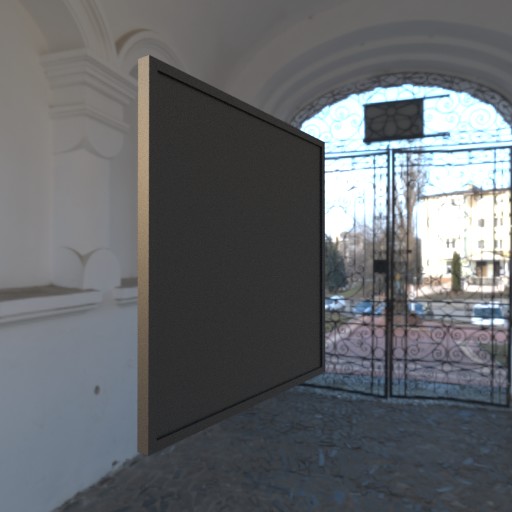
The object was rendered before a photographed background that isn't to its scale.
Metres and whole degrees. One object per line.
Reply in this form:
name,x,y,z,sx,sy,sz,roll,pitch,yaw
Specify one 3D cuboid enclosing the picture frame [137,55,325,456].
picture frame,0.000,0.000,1.183,0.032,0.775,0.775,0,-1,35
